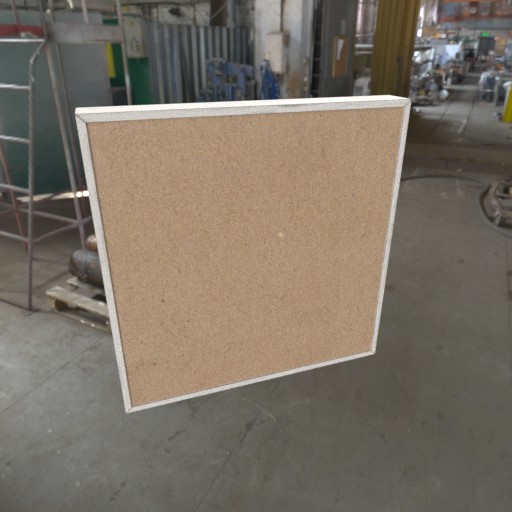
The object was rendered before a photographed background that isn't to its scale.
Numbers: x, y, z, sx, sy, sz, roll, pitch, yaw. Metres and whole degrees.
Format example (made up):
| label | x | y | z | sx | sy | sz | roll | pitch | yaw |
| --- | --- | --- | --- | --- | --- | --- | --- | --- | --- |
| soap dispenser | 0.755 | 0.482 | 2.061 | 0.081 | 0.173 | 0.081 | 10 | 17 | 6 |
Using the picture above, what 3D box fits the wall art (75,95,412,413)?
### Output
| label | x | y | z | sx | sy | sz | roll | pitch | yaw |
| --- | --- | --- | --- | --- | --- | --- | --- | --- | --- |
| wall art | 0.000 | 0.000 | 0.464 | 0.305 | 0.305 | 0.038 | -9 | 27 | -17 |
